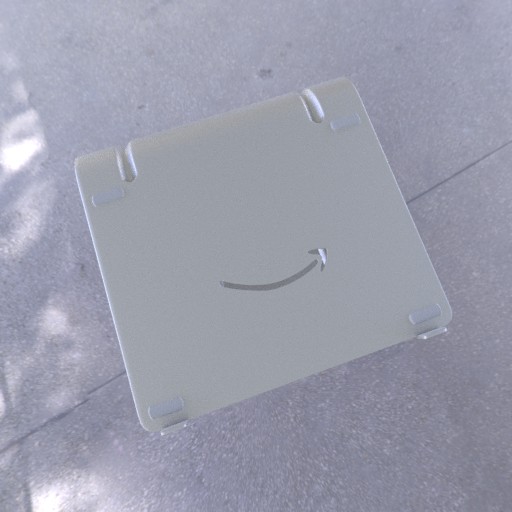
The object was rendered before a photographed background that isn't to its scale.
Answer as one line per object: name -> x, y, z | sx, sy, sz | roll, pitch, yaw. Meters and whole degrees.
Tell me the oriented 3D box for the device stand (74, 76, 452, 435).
device stand -> 0.000, 0.000, 0.409 | 0.256, 0.155, 0.236 | -19, 75, -5
